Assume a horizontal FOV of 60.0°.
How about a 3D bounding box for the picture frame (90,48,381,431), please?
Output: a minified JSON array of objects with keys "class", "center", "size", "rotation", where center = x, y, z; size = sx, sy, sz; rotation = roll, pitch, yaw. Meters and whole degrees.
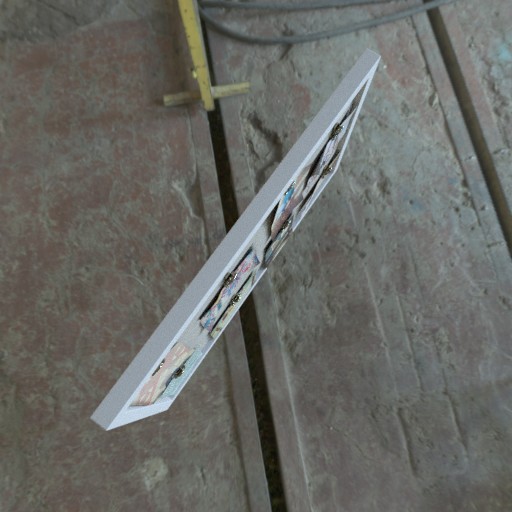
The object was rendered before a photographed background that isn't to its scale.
[{"class":"picture frame","center":[0.000,0.000,0.783],"size":[0.044,0.379,0.647],"rotation":[34,77,9]}]
